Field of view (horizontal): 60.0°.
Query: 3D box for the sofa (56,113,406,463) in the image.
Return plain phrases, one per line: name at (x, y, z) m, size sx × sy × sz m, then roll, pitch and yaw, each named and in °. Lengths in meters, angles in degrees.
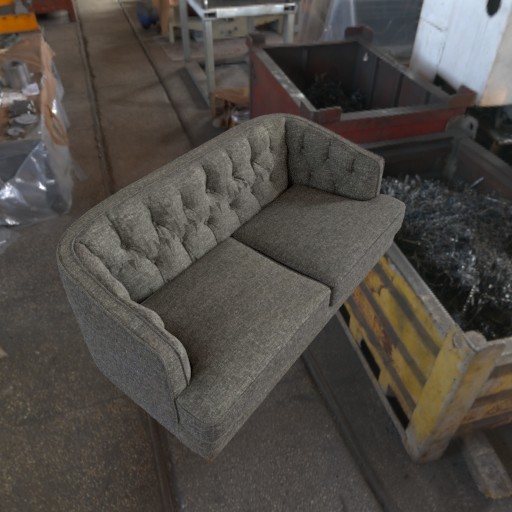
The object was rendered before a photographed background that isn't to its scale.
sofa at (0.000, 0.000, 2.276) m, size 0.941 × 0.855 × 1.733 m, roll 27°, pitch 48°, yaw 27°
